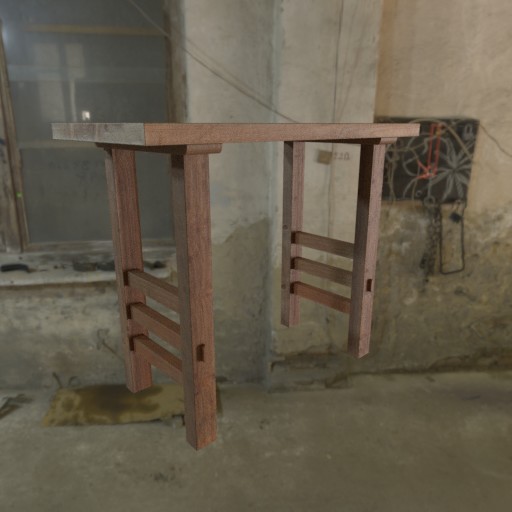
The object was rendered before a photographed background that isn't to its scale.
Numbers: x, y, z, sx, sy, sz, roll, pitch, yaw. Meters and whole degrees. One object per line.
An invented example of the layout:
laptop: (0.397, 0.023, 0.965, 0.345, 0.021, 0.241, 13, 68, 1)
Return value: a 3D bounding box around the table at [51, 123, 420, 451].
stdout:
table: (0.000, 0.000, 1.593, 1.119, 0.914, 0.556, -14, 22, -40)
